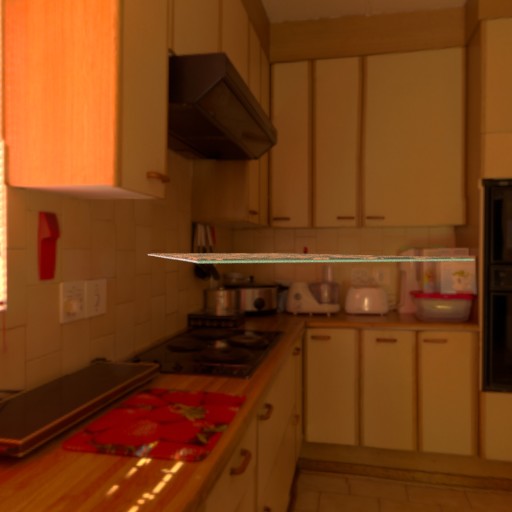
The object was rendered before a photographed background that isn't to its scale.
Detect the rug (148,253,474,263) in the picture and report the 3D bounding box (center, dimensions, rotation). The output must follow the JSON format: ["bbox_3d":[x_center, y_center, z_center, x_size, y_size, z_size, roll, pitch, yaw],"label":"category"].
[{"bbox_3d":[0.000,0.000,1.446,0.604,0.007,1.219,0,1,-18],"label":"rug"}]
